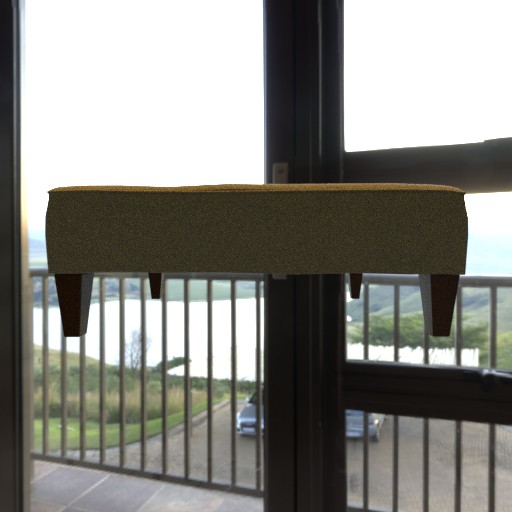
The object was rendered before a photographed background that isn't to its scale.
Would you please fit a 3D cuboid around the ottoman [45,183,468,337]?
[{"bbox_3d":[0.000,0.000,1.501,0.968,0.379,1.004,0,0,0],"label":"ottoman"}]
